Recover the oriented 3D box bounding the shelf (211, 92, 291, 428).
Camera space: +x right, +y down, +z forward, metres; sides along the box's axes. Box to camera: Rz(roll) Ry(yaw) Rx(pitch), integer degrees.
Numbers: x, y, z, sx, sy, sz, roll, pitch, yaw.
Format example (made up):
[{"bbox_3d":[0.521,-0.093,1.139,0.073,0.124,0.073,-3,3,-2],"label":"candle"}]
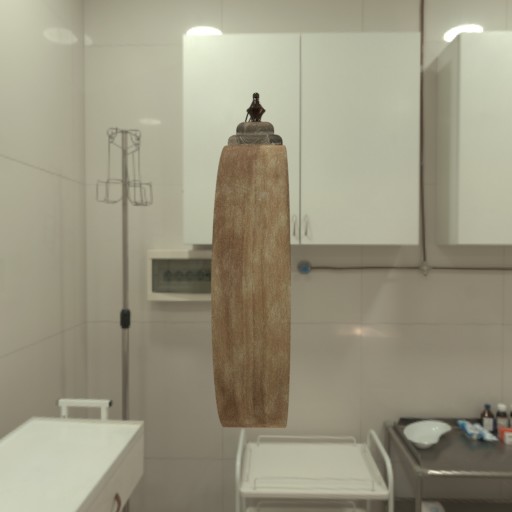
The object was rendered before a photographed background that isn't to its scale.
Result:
[{"bbox_3d":[0.000,0.000,0.992,0.125,0.725,0.601,0,1,2],"label":"shelf"}]
